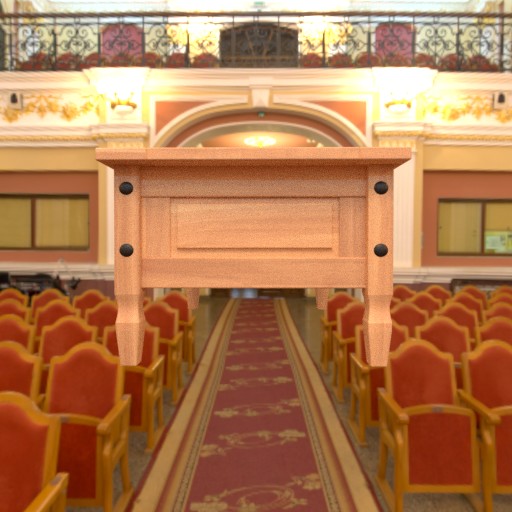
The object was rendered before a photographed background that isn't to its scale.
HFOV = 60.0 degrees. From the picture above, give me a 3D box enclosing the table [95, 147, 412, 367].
[{"bbox_3d":[0.000,0.000,1.342,0.600,0.437,1.000,0,1,1],"label":"table"}]
